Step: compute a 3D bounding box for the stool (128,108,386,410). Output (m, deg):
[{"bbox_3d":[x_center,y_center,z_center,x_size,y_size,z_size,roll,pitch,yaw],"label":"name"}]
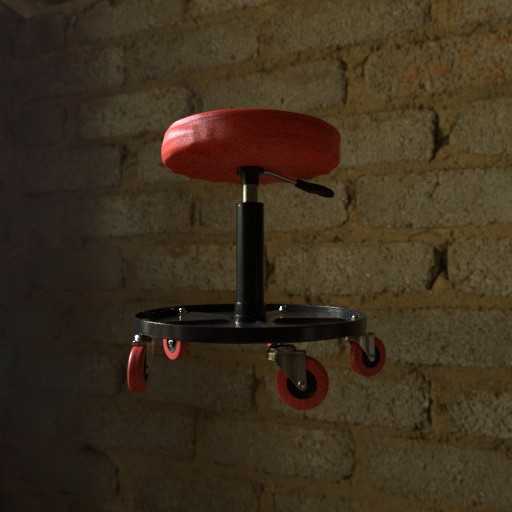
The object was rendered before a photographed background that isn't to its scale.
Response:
[{"bbox_3d":[0.000,0.000,0.681,0.382,0.365,0.381,1,-2,-19],"label":"stool"}]
